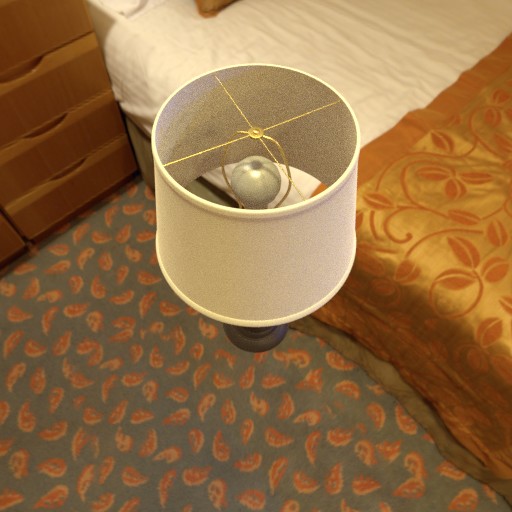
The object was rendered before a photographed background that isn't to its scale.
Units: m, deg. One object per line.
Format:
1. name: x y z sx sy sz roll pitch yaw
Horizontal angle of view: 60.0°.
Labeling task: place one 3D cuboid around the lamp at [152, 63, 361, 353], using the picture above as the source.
1. lamp: 0.000 0.000 0.809 0.335 0.611 0.335 0 59 0
